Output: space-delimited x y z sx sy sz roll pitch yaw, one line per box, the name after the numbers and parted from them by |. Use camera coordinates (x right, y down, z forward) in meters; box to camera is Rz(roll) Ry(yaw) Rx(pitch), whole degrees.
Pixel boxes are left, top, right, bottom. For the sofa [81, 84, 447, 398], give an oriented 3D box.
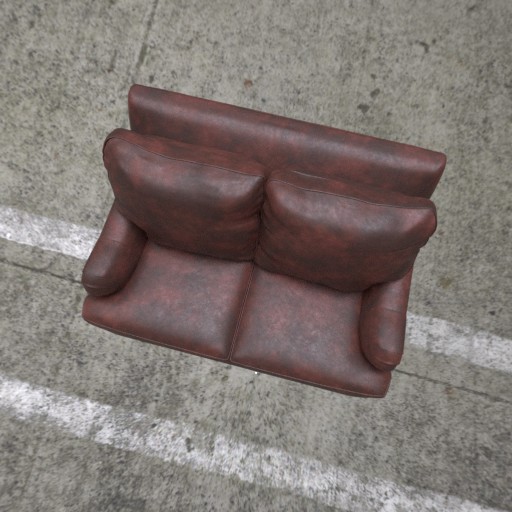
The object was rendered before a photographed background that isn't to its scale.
0.000 0.000 2.347 1.628 1.070 1.148 14 76 4 | sofa
